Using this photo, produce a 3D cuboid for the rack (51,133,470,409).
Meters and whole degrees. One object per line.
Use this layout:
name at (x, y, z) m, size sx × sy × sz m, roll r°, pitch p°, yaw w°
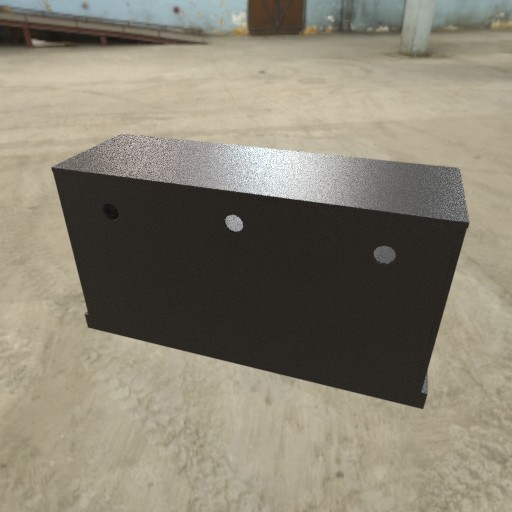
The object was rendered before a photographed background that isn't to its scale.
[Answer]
rack at (0.000, 0.000, 1.511) m, size 1.206 × 0.635 × 0.399 m, roll 10°, pitch 33°, yaw 16°
